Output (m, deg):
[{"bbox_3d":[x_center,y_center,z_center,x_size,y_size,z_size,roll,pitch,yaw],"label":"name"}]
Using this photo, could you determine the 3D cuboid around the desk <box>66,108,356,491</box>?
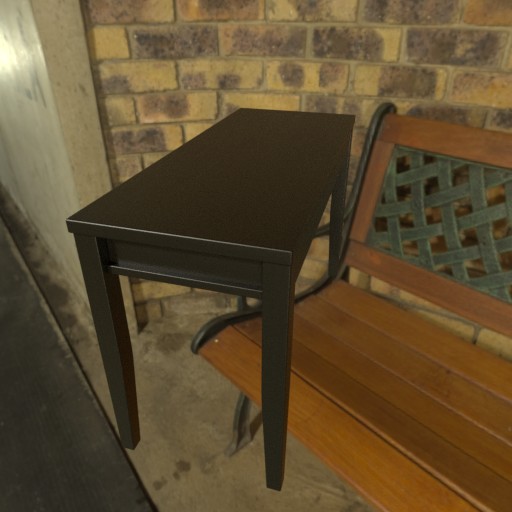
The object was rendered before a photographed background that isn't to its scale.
[{"bbox_3d":[0.000,0.000,1.603,0.508,0.775,1.220,8,31,14],"label":"desk"}]
